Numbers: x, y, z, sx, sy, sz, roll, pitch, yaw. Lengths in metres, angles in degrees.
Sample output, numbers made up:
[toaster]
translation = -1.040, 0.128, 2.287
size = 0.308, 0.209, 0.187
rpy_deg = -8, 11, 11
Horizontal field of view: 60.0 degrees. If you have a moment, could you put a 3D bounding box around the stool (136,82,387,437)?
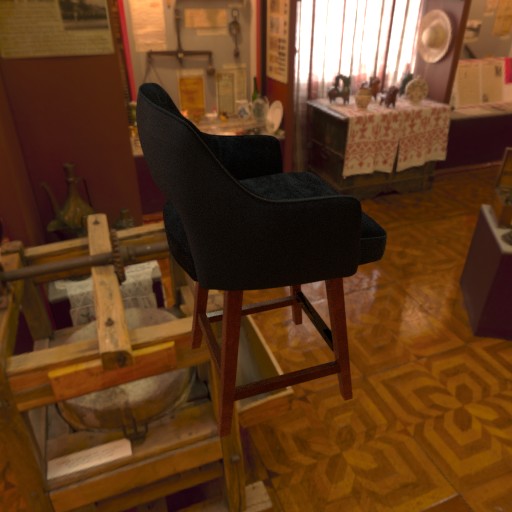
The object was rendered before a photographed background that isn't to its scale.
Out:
[stool]
translation = 0.000, 0.000, 1.283
size = 0.560, 0.940, 0.550
rpy_deg = -10, 33, -16
